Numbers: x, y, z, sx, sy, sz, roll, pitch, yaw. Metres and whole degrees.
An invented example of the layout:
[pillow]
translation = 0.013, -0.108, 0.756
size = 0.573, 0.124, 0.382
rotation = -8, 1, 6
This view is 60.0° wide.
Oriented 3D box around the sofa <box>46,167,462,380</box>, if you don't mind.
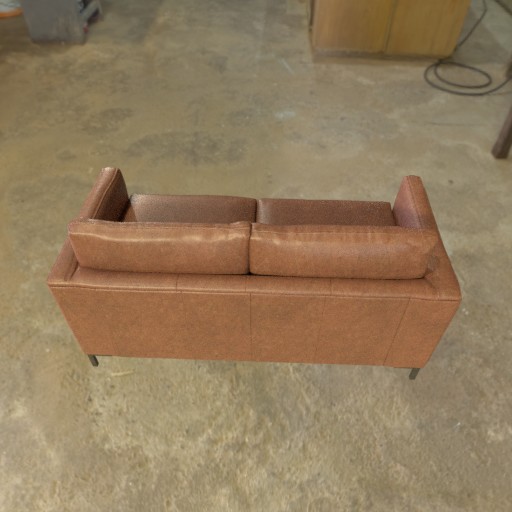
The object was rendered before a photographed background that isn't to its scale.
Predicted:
[sofa]
translation = 0.000, 0.000, 2.321
size = 1.797, 0.883, 0.899
rotation = 2, 46, 2
